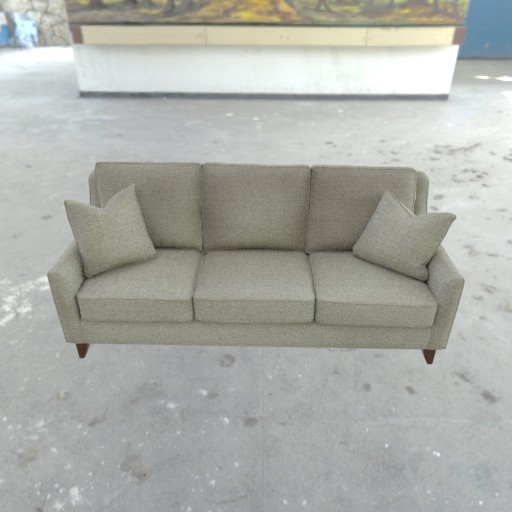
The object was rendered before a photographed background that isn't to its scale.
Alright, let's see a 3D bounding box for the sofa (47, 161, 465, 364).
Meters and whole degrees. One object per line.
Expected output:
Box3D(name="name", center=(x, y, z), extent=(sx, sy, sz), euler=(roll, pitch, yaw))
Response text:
Box3D(name="sofa", center=(0.000, 0.000, 2.501), extent=(2.031, 0.914, 0.865), euler=(1, 31, 1))
